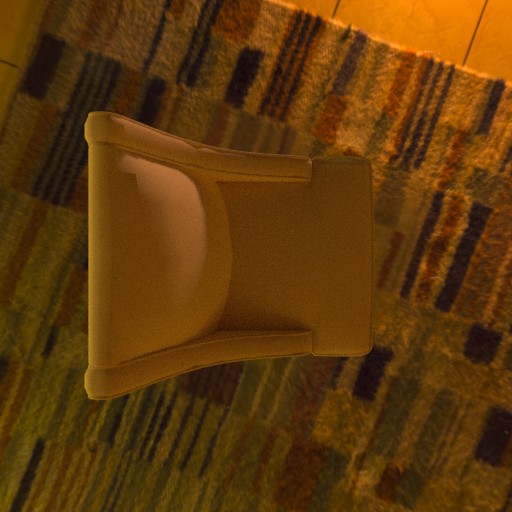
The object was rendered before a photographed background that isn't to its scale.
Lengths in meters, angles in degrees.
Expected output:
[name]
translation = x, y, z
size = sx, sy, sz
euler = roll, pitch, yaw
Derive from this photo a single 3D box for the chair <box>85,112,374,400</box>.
[chair]
translation = 0.000, 0.000, 1.458
size = 0.806, 0.886, 0.689
euler = 0, 90, 0
